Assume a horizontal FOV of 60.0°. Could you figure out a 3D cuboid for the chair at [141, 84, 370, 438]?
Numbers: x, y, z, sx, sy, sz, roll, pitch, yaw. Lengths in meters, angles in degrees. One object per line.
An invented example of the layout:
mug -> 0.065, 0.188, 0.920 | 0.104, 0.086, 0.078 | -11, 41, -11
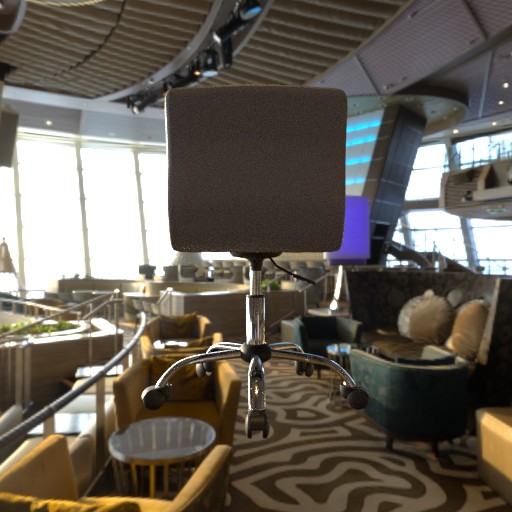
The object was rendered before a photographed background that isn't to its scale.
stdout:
chair -> 0.000, 0.000, 1.157 | 0.569, 0.750, 0.542 | 0, -1, 0
